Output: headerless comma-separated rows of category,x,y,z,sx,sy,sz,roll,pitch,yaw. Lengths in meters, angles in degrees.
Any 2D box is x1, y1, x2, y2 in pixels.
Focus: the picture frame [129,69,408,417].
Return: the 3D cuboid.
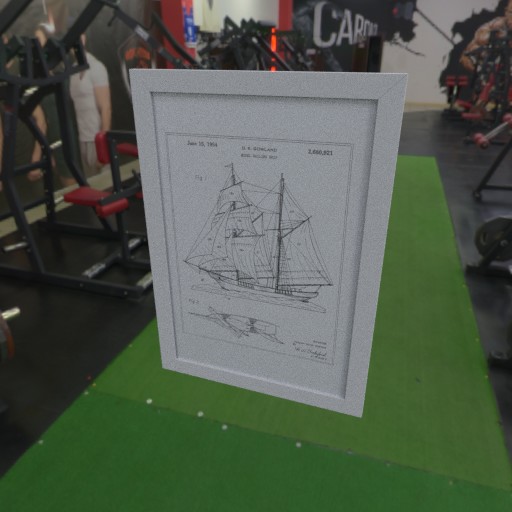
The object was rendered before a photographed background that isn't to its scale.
picture frame,0.000,0.000,0.595,0.326,0.459,0.011,9,27,18
